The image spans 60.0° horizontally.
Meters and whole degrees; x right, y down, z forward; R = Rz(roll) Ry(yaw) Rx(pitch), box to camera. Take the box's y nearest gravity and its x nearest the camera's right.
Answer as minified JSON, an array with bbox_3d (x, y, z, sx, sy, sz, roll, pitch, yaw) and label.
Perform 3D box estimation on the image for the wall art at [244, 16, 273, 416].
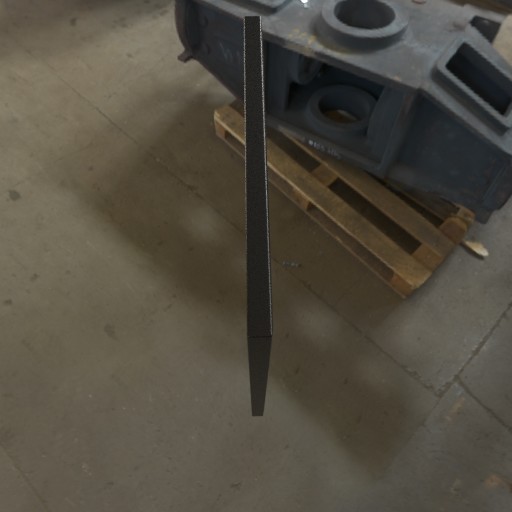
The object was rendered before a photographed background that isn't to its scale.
[{"bbox_3d":[0.000,0.000,1.596,0.053,1.194,0.950,-1,63,0],"label":"wall art"}]
